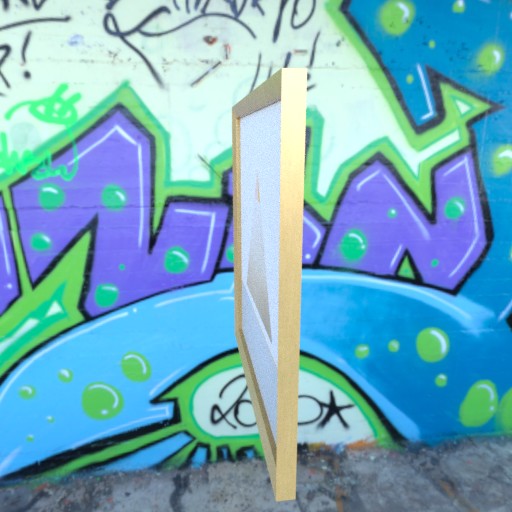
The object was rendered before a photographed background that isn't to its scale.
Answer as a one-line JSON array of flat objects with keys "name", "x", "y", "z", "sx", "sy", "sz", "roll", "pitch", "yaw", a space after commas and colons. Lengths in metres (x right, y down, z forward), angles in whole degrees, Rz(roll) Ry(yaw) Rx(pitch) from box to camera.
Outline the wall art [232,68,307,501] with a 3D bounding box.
[{"name": "wall art", "x": 0.000, "y": 0.000, "z": 2.818, "sx": 0.097, "sy": 1.936, "sz": 1.935, "roll": -2, "pitch": 15, "yaw": -8}]
